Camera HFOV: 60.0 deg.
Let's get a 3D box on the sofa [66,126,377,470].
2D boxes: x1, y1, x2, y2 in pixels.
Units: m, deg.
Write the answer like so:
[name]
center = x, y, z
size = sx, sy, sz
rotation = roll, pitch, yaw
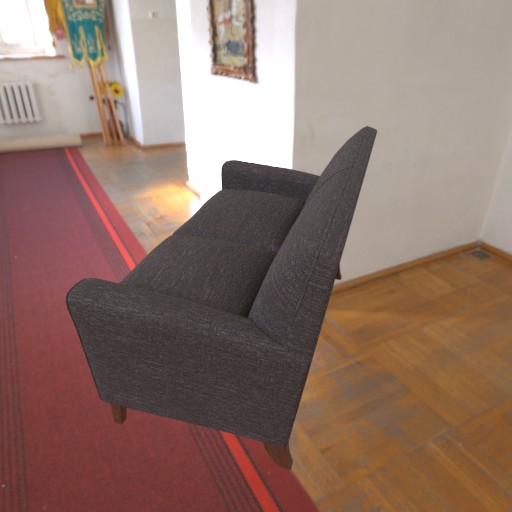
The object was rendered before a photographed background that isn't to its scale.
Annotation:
[sofa]
center = 0.000, 0.000, 2.004
size = 0.867, 0.905, 1.509
rotation = 9, 30, 15
